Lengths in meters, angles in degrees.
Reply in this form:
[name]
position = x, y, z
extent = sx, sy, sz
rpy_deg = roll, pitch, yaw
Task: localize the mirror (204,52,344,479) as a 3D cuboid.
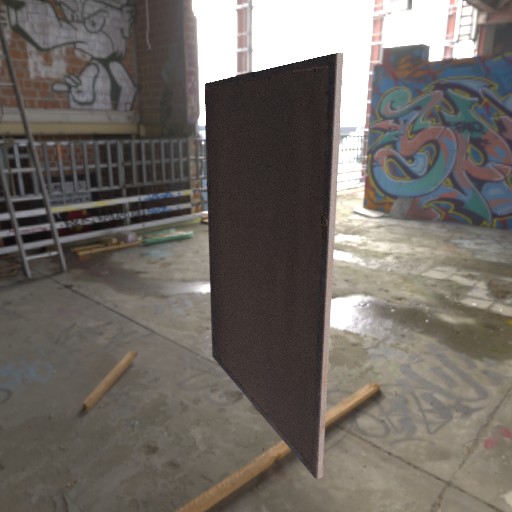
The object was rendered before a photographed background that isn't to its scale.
[mirror]
position = 0.000, 0.000, 1.288
extent = 0.025, 0.996, 0.705
rpy_deg = -8, 18, -26
